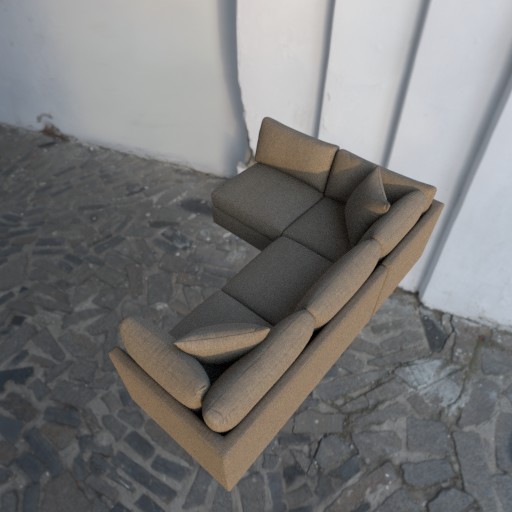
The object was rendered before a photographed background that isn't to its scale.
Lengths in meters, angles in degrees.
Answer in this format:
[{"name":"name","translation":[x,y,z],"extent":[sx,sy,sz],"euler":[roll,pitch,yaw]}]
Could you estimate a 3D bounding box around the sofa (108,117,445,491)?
[{"name":"sofa","translation":[0.000,0.000,3.786],"extent":[1.994,0.978,2.896],"euler":[32,54,26]}]
